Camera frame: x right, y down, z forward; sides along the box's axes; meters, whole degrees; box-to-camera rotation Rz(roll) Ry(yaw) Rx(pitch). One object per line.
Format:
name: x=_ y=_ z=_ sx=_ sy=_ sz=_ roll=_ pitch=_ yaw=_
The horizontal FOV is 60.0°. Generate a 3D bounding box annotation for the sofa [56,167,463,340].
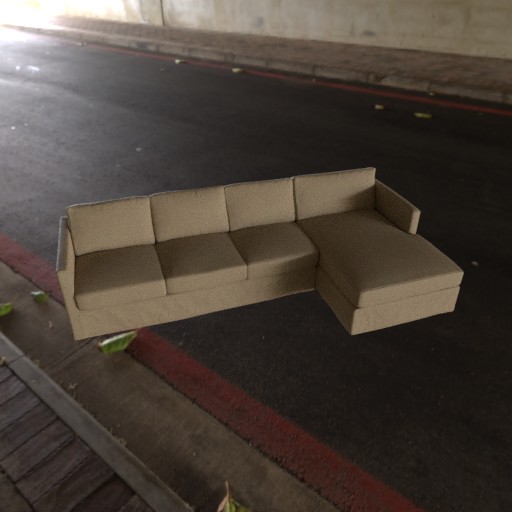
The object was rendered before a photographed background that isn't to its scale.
sofa: x=0.000 y=0.000 z=3.905 sx=3.206 sy=0.871 sz=1.622 roll=-10 pitch=34 yaw=-15
